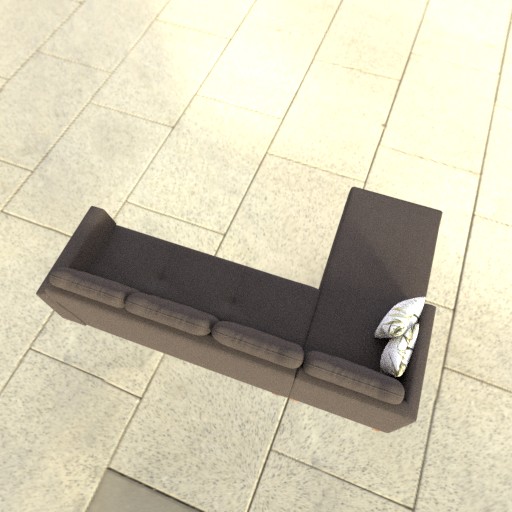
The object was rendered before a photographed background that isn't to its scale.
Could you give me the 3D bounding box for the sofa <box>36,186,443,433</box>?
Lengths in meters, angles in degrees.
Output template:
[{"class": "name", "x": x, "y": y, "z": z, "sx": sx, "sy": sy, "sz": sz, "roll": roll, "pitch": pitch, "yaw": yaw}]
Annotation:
[{"class": "sofa", "x": 0.000, "y": 0.000, "z": 3.518, "sx": 2.679, "sy": 0.932, "sz": 1.829, "roll": 17, "pitch": 64, "yaw": 9}]
